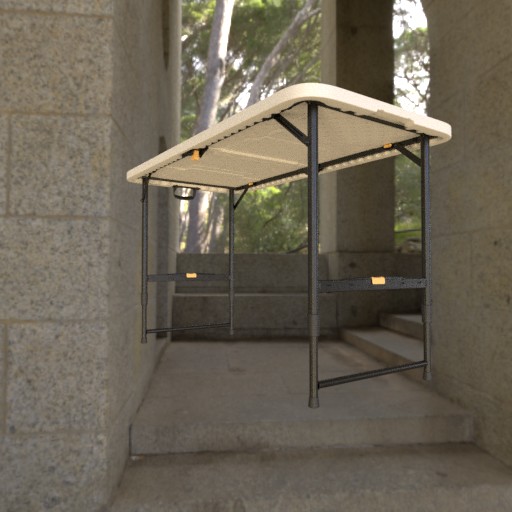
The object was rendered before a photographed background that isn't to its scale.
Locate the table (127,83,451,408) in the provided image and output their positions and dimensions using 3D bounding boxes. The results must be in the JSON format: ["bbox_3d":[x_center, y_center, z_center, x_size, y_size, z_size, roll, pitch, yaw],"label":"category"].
[{"bbox_3d":[0.000,0.000,1.624,0.611,0.737,1.245,1,-2,-35],"label":"table"}]
